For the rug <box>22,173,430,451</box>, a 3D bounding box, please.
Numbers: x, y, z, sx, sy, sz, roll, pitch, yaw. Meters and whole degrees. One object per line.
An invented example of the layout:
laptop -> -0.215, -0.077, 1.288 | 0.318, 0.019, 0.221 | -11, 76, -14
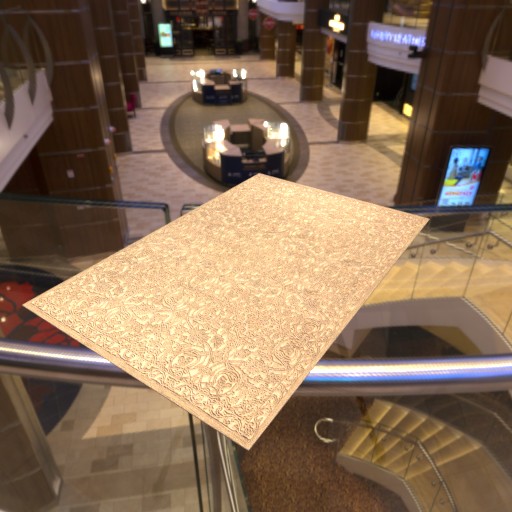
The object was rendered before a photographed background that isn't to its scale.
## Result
rug -> 0.000, 0.000, 2.277 | 1.221, 0.006, 1.827 | 21, 38, 29
